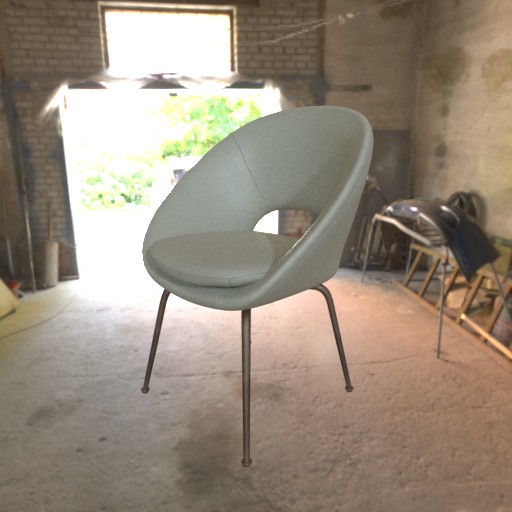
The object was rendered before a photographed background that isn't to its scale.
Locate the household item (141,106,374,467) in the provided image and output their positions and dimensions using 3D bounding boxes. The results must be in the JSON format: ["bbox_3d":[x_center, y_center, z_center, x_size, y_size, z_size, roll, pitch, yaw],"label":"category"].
[{"bbox_3d":[0.000,0.000,1.297,0.623,0.852,0.573,15,21,42],"label":"household item"}]
